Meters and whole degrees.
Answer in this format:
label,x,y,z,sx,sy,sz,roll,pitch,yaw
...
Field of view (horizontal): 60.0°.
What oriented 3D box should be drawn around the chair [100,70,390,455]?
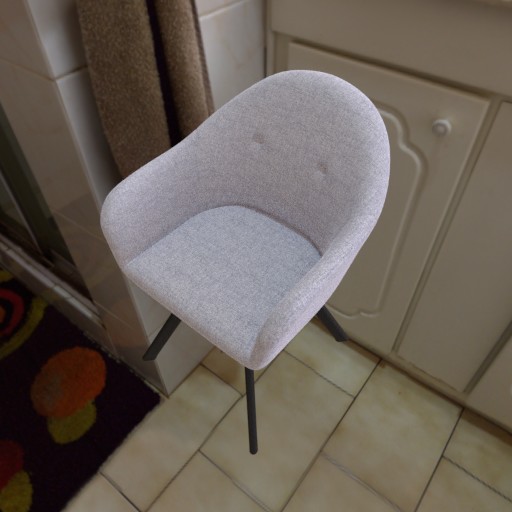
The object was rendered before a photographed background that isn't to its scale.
label,x,y,z,sx,sy,sz,roll,pitch,yaw
chair,0.000,0.000,1.153,0.540,0.780,0.570,31,54,26
